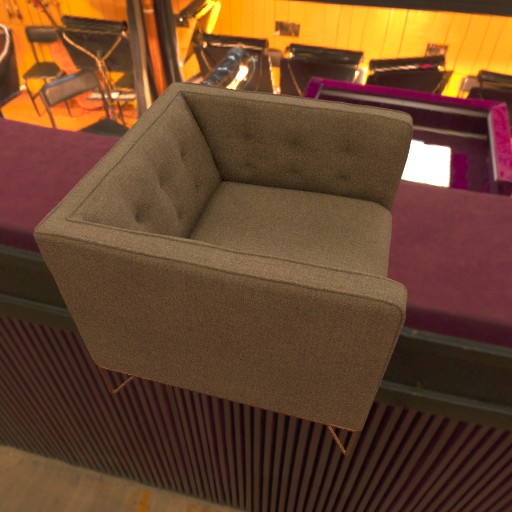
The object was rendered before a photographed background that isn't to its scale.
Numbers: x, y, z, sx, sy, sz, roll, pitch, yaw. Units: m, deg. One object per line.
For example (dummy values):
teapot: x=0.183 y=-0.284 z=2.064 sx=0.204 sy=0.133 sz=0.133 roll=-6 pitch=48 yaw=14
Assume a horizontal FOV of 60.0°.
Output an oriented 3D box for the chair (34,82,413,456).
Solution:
chair: x=0.000 y=0.000 z=1.570 sx=0.912 sy=0.799 sz=0.920 roll=11 pitch=46 yaw=11
